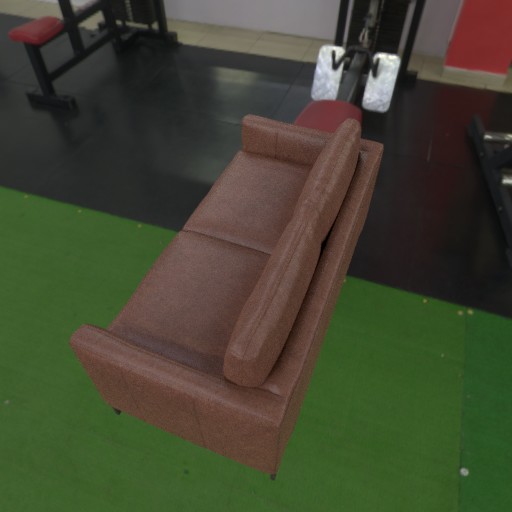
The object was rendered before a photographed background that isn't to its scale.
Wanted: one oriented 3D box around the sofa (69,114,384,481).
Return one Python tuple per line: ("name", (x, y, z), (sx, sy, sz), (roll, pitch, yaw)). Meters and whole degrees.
("sofa", (0.000, 0.000, 2.280), (0.899, 0.883, 1.797), (16, 50, 14))
